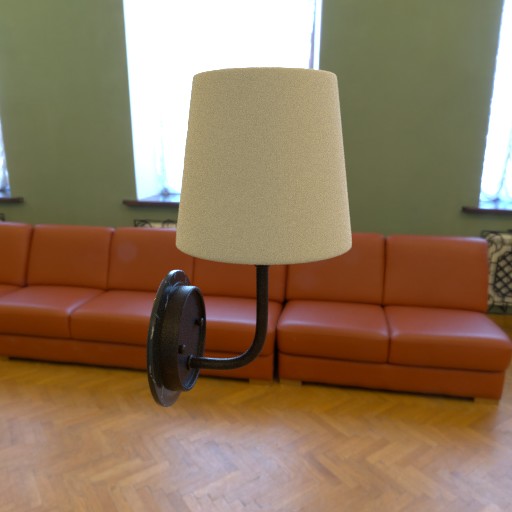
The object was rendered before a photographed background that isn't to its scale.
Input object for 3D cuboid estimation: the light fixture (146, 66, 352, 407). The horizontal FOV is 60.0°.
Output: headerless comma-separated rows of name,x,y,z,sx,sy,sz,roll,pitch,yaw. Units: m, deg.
light fixture,0.000,0.000,0.447,0.188,0.337,0.168,2,15,8
